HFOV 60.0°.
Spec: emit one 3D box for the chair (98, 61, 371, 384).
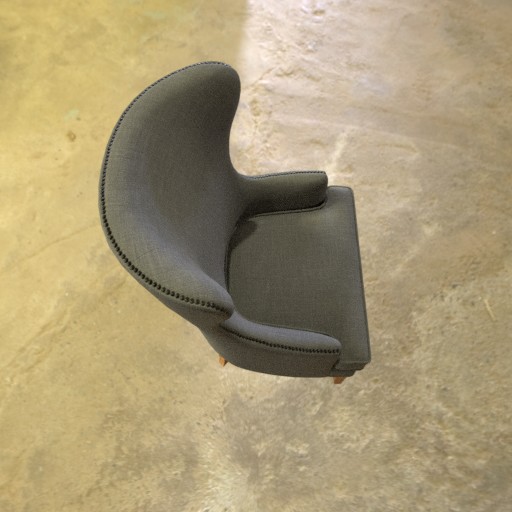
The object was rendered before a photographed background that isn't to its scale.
[{"bbox_3d":[0.000,0.000,1.769,0.883,1.176,0.864,0,64,0],"label":"chair"}]
